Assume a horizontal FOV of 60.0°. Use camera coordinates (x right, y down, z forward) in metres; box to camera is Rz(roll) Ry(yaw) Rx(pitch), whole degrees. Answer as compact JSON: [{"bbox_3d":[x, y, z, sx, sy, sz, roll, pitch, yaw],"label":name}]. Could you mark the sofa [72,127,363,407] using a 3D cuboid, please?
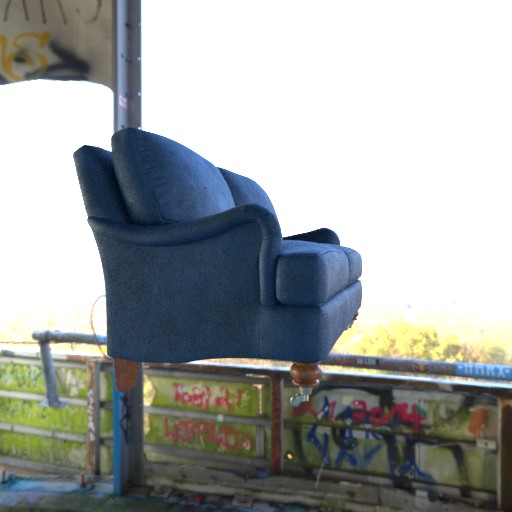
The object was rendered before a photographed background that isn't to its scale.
[{"bbox_3d":[0.000,0.000,2.543,1.084,1.101,1.853,0,1,18],"label":"sofa"}]
